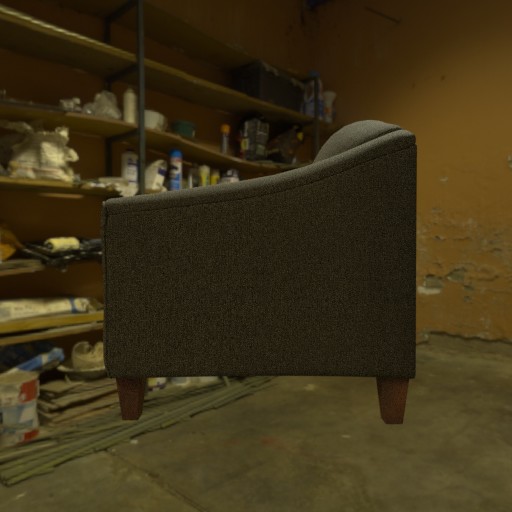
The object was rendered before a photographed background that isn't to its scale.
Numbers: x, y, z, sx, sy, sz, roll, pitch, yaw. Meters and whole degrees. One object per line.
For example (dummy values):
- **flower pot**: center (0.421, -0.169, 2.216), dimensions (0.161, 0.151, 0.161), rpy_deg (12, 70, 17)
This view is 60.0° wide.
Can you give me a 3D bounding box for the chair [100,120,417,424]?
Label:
- **chair**: center (0.000, 0.000, 1.443), dimensions (0.787, 0.839, 0.763), rpy_deg (0, 1, 0)
